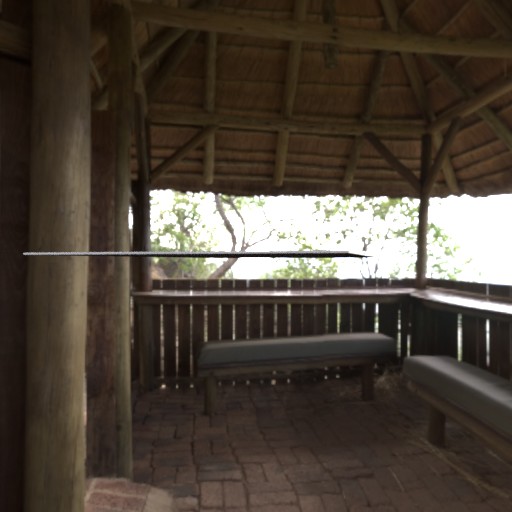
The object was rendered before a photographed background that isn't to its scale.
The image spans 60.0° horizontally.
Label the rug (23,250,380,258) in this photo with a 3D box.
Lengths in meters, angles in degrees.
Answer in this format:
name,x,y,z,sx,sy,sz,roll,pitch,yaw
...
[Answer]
name,x,y,z,sx,sy,sz,roll,pitch,yaw
rug,0.000,0.000,3.007,1.517,0.011,2.435,0,-1,18
